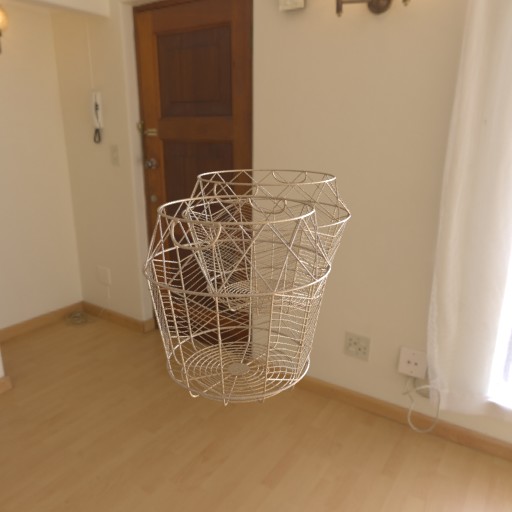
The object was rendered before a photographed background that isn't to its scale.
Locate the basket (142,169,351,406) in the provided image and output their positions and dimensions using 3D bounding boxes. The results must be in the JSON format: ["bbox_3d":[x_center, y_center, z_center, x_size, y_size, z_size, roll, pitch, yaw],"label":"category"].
[{"bbox_3d":[0.000,0.000,1.056,0.451,0.343,0.805,2,16,8],"label":"basket"}]
